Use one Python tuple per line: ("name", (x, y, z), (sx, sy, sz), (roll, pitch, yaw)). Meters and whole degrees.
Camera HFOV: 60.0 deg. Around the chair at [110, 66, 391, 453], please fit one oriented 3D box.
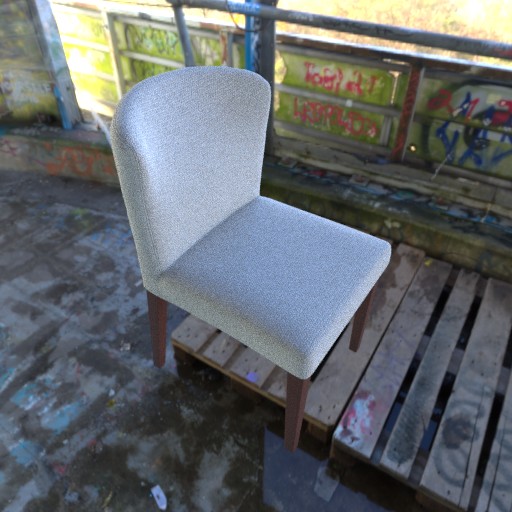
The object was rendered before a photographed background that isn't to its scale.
("chair", (0.000, 0.000, 1.179), (0.589, 0.839, 0.491), (24, 45, 26))
